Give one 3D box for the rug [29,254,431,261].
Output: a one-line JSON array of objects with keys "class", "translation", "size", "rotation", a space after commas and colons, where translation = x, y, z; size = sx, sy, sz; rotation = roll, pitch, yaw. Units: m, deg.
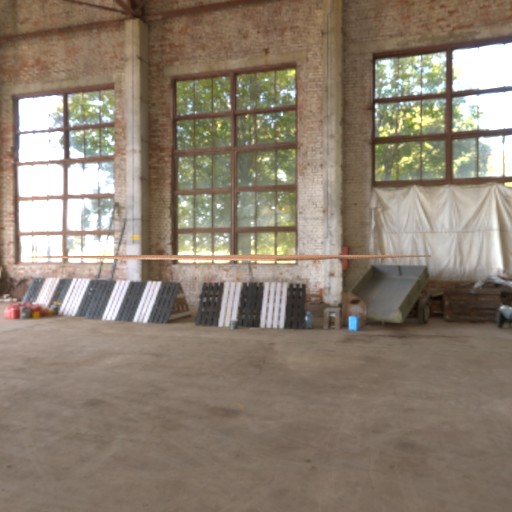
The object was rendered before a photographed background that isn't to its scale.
[{"class": "rug", "translation": [0.000, 0.000, 4.185], "size": [2.431, 0.021, 3.057], "rotation": [0, 1, 35]}]
